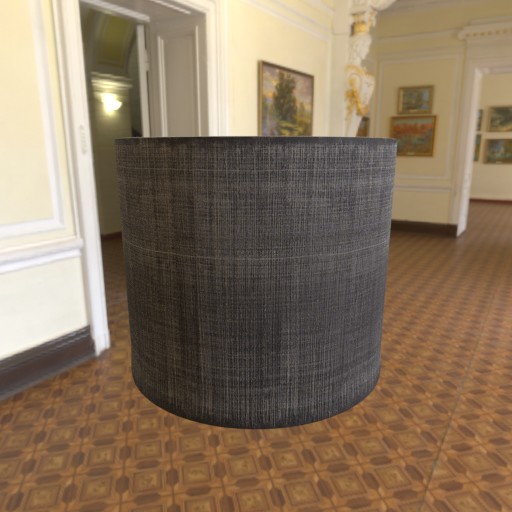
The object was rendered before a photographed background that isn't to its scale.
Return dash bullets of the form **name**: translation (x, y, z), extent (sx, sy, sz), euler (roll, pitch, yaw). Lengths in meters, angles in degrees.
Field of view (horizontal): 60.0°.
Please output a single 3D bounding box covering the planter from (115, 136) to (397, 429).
- **planter**: translation (0.000, 0.000, 0.310), extent (0.178, 0.157, 0.178), euler (0, 14, 0)
